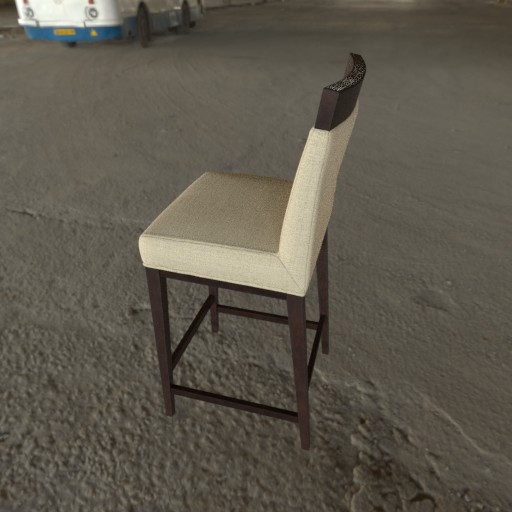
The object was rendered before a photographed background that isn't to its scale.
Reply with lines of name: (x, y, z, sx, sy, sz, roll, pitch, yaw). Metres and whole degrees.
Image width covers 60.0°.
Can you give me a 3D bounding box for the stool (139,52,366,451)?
stool: (0.000, 0.000, 1.384, 0.531, 1.117, 0.511, 8, 33, 13)
